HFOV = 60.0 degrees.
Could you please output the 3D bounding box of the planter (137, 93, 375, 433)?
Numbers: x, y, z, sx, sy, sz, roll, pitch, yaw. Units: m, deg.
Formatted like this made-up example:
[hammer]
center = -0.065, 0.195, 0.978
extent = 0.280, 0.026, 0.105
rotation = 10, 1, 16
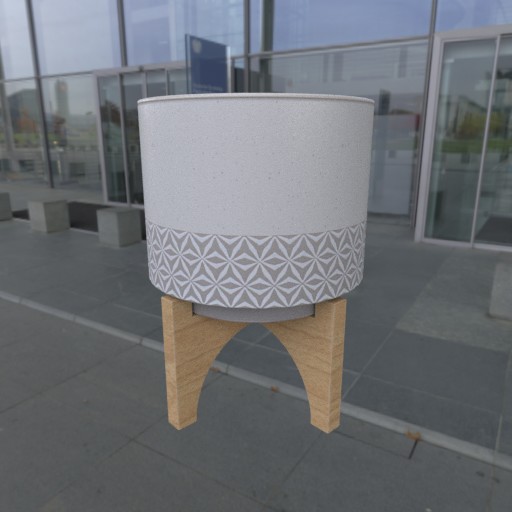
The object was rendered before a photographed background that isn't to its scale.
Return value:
[planter]
center = 0.000, 0.000, 0.524
extent = 0.249, 0.343, 0.249
rotation = 0, 15, 0
